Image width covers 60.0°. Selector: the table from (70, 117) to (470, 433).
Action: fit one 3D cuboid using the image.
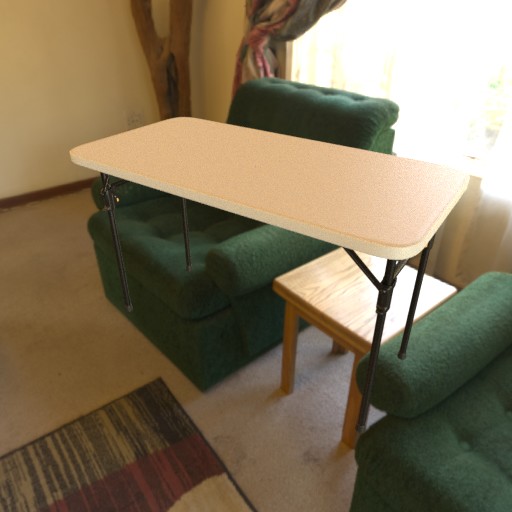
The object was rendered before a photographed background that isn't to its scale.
[{"bbox_3d":[0.000,0.000,1.629,1.219,0.729,0.610,20,36,29],"label":"table"}]
